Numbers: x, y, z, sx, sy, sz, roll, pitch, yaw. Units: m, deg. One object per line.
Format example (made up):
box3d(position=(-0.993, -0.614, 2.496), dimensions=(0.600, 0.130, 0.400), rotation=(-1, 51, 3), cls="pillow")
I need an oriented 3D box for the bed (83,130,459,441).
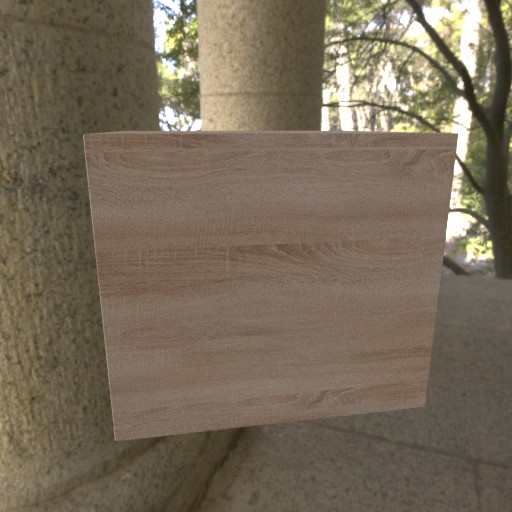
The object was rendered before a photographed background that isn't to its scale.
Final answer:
box3d(position=(0.000, 0.000, 0.779), dimensions=(0.460, 0.420, 0.401), rotation=(-3, 16, -9), cls="bed")
